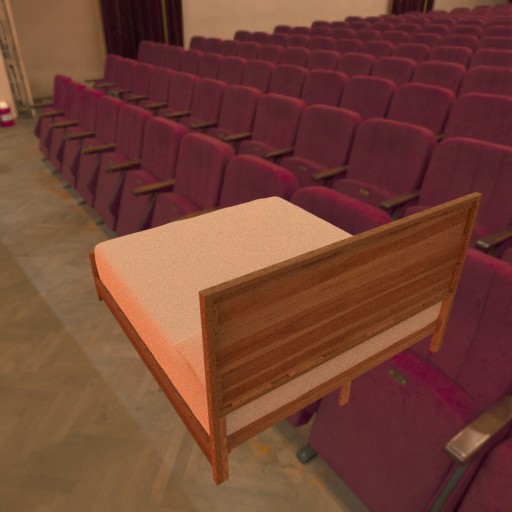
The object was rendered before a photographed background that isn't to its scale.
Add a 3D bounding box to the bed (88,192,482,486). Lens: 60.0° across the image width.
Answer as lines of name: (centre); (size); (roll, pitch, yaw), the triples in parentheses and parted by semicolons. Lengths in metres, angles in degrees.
bed: (0.000, 0.000, 3.441); (2.013, 1.295, 2.184); (-19, 35, -29)
